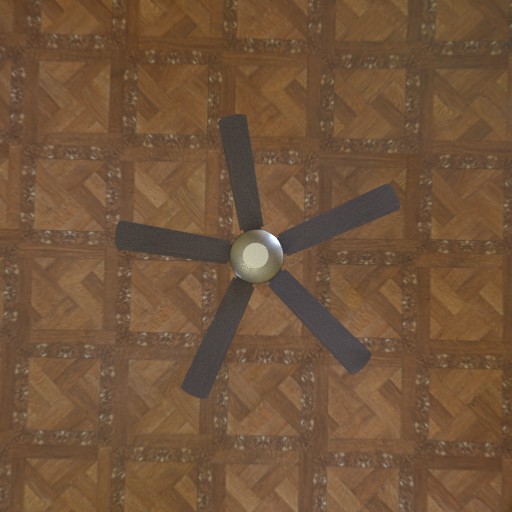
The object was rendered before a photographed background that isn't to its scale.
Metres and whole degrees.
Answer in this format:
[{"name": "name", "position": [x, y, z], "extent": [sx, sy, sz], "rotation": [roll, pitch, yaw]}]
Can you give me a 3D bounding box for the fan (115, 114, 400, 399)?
[{"name": "fan", "position": [0.000, 0.000, 1.969], "extent": [1.321, 0.356, 1.321], "rotation": [0, 89, 1]}]
